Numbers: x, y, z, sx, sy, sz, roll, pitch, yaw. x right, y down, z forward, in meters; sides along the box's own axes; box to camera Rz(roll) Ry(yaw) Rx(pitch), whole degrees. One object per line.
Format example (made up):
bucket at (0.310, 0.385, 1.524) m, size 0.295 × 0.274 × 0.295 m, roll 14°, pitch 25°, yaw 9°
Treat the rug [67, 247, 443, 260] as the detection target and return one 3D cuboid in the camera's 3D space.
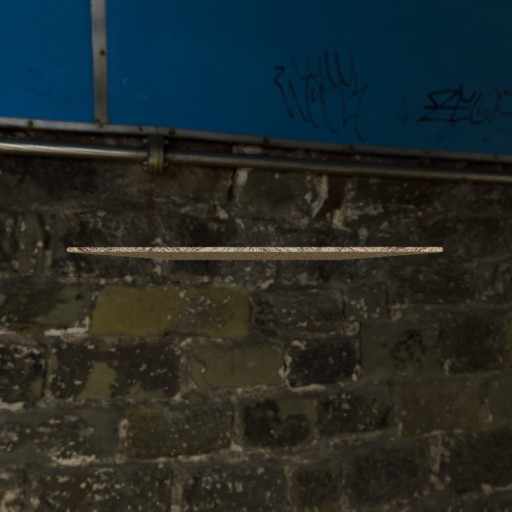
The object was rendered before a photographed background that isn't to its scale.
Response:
rug at (0.000, 0.000, 2.198) m, size 1.143 × 0.014 × 1.761 m, roll 0°, pitch -1°, yaw 0°
